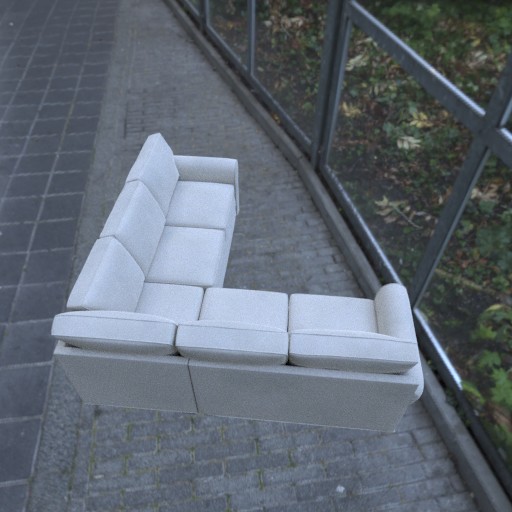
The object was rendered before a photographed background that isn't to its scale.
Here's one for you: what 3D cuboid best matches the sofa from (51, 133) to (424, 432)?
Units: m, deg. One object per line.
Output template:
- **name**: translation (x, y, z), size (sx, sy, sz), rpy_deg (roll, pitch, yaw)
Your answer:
- **sofa**: translation (0.000, 0.000, 3.935), size (2.487, 1.054, 2.569), rpy_deg (4, 46, 4)
